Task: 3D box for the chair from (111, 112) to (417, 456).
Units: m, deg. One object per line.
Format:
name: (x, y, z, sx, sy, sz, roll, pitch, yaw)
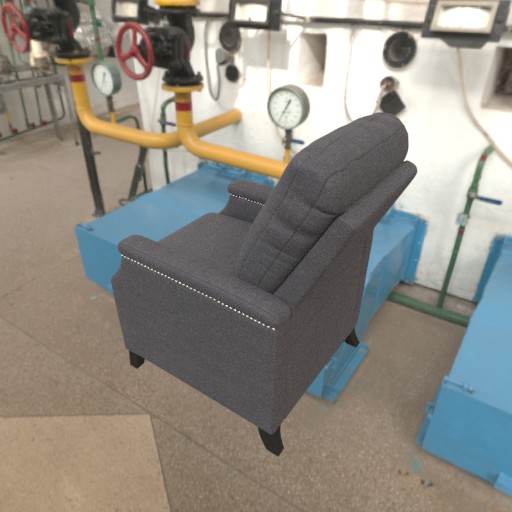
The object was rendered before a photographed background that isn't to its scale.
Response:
chair: (0.000, 0.000, 1.652, 0.922, 1.049, 0.710, 20, 38, 29)
